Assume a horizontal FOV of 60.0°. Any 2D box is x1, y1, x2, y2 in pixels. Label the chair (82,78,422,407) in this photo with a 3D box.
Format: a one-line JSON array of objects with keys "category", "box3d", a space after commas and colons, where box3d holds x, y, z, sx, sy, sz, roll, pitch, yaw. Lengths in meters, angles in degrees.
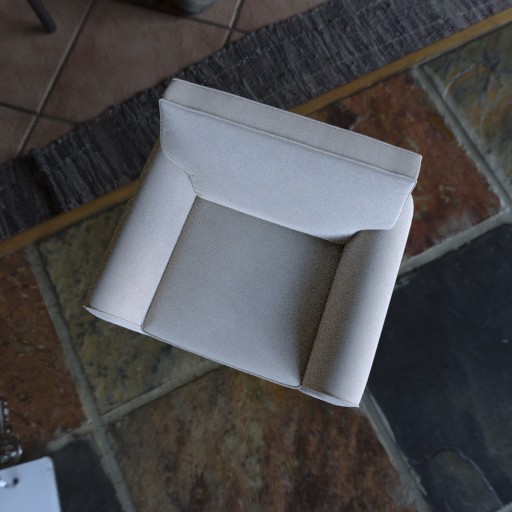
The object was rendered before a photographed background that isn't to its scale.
[{"category": "chair", "box3d": [0.000, 0.000, 1.747, 1.040, 0.955, 0.863, 19, 76, 5]}]
